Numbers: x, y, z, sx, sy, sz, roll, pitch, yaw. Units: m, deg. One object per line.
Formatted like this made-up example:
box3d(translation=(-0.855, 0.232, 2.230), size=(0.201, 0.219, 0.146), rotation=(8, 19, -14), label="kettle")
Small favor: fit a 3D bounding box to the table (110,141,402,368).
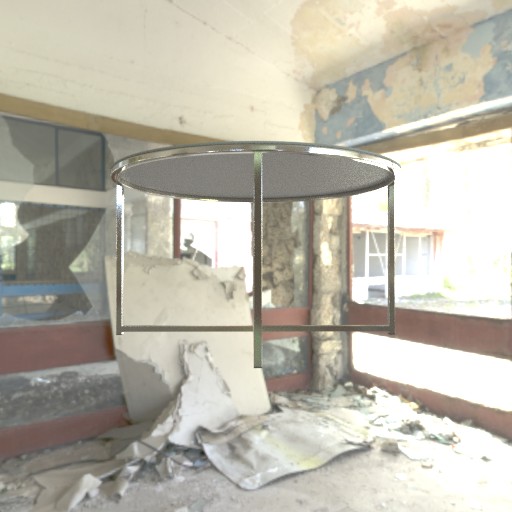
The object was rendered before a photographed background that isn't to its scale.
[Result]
box3d(translation=(0.000, 0.000, 1.275), size=(0.800, 0.450, 0.800), rotation=(0, 0, 0), label="table")
